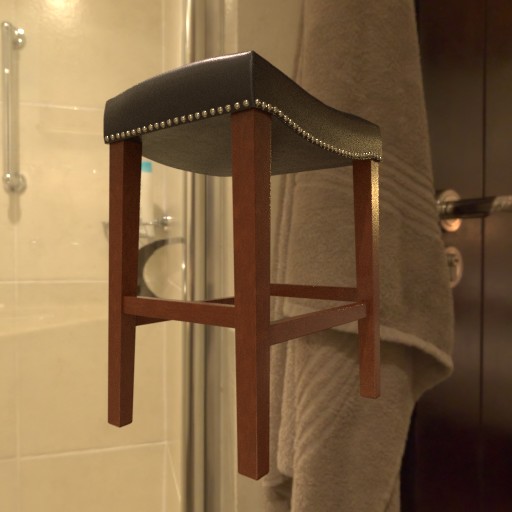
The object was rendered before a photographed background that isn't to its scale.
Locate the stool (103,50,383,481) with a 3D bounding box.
[{"bbox_3d":[0.000,0.000,0.942,0.372,0.654,0.504,0,1,37],"label":"stool"}]
